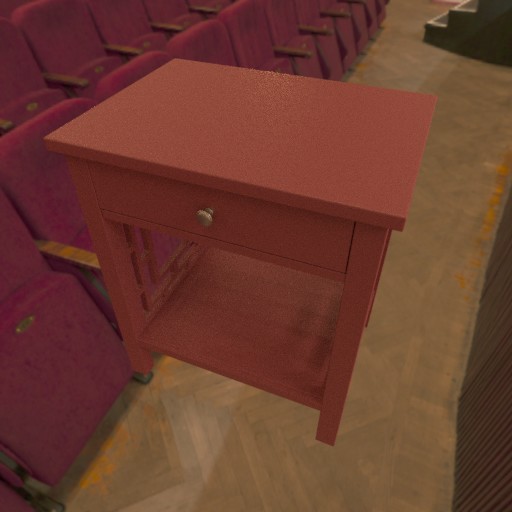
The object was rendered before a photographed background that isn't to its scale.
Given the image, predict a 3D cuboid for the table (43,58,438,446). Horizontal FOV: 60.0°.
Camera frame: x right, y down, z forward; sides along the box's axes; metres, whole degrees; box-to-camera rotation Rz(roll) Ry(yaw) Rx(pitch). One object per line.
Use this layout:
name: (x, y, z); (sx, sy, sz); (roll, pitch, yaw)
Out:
table: (0.000, 0.000, 1.038); (0.599, 0.686, 0.451); (15, 44, 16)
